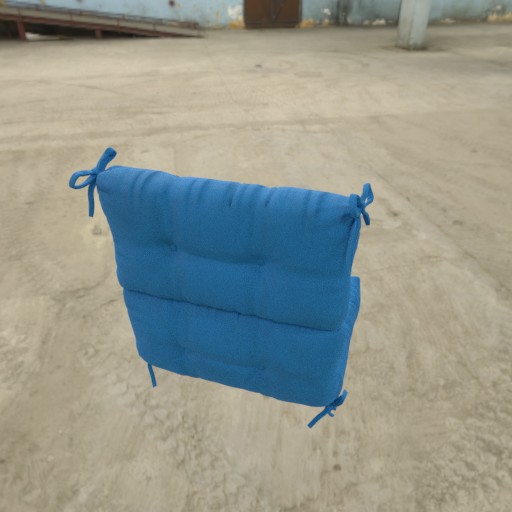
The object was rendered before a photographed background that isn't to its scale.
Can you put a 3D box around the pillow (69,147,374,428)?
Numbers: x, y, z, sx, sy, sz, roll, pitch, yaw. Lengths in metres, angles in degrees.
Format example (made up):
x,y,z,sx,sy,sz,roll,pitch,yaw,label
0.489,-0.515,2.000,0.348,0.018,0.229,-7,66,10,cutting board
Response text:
x,y,z,sx,sy,sz,roll,pitch,yaw,label
0.000,0.000,1.045,0.519,0.605,0.571,10,33,15,pillow
